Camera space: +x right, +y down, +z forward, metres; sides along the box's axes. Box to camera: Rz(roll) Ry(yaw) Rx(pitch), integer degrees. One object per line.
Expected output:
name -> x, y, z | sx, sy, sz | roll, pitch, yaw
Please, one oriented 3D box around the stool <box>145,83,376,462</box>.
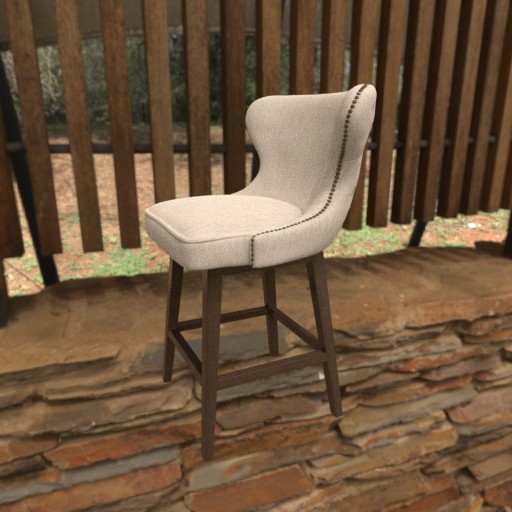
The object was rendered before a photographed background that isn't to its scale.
stool -> 0.000, 0.000, 1.364 | 0.597, 0.972, 0.615 | -8, 18, -25
